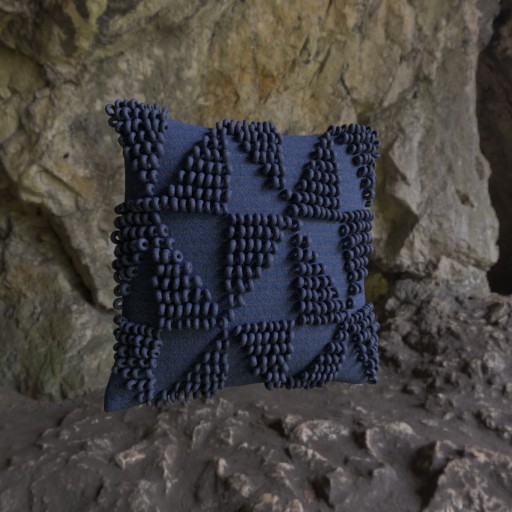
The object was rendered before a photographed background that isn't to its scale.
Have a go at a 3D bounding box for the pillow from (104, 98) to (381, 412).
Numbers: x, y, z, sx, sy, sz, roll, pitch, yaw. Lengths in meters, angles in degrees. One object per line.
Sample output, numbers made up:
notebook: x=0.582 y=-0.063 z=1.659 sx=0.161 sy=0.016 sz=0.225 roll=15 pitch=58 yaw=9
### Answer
pillow: x=0.000 y=0.000 z=0.724 sx=0.469 sy=0.466 sz=0.172 roll=0 pitch=0 yaw=-19
